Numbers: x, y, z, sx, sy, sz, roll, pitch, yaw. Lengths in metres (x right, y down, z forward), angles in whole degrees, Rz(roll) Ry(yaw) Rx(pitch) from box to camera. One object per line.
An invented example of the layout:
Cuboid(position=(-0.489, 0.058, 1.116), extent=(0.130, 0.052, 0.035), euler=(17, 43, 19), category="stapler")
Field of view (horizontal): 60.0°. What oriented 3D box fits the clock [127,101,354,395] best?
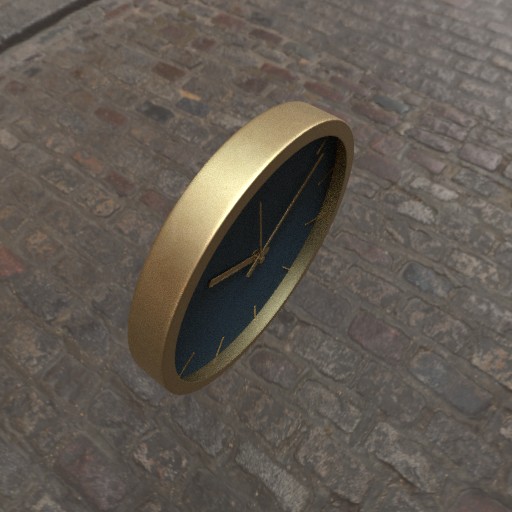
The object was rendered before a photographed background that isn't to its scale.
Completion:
Cuboid(position=(0.000, 0.000, 0.462), extent=(0.040, 0.314, 0.314), euler=(33, 63, 19), category="clock")
